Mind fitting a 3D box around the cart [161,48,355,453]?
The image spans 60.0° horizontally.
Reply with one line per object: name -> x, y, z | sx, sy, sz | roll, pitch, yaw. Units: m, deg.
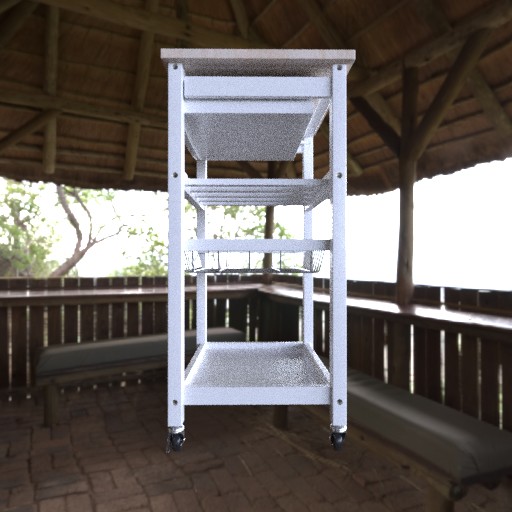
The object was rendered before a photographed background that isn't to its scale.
cart -> 0.000, 0.000, 1.207 | 0.406, 0.857, 0.578 | 0, 0, -1
